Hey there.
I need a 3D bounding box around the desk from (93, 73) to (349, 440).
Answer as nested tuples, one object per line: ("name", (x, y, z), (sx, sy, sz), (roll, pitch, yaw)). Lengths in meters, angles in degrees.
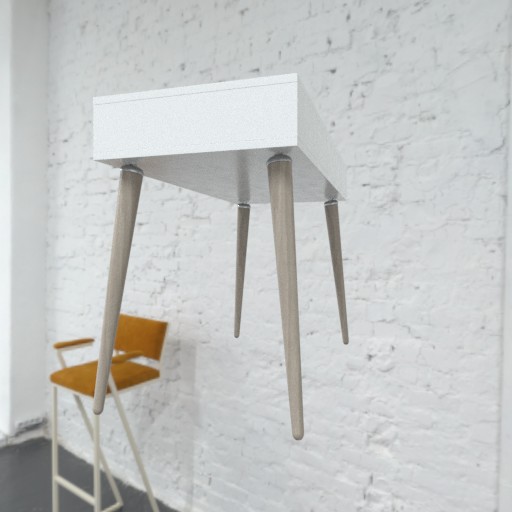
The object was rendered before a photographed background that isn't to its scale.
("desk", (0.000, 0.000, 1.403), (0.491, 0.723, 0.979), (0, 1, 17))
